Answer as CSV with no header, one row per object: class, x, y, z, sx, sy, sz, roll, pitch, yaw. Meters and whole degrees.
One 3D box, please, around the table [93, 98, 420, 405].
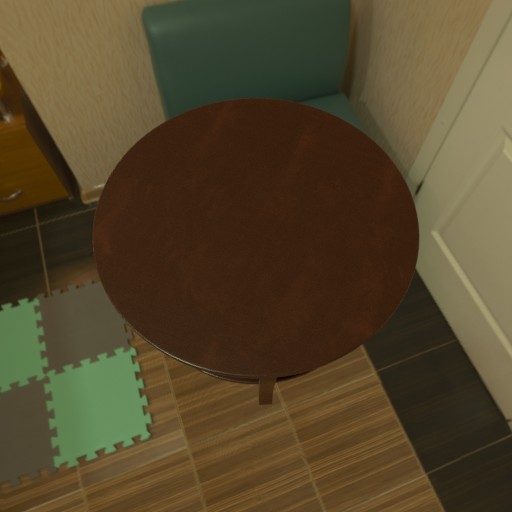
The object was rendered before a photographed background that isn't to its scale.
table,0.000,0.000,1.476,0.911,0.512,0.911,0,62,0
